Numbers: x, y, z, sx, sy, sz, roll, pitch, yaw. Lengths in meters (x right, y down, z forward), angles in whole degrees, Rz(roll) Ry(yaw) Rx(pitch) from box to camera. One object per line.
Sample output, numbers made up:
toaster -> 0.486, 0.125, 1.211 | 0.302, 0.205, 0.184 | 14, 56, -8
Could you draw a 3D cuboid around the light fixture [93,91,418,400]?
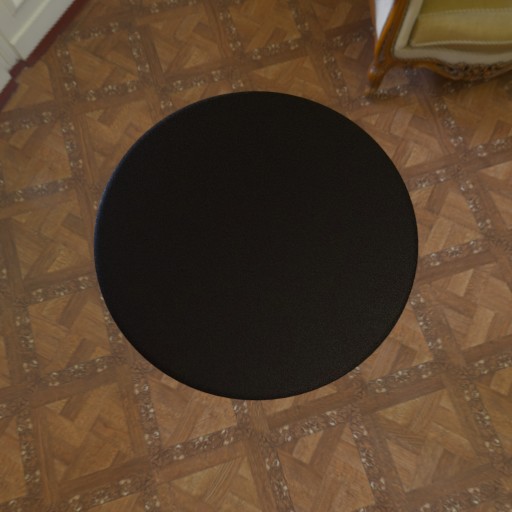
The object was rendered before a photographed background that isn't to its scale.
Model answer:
light fixture -> 0.000, 0.000, 0.641 | 0.389, 0.229, 0.389 | 0, 74, 0
